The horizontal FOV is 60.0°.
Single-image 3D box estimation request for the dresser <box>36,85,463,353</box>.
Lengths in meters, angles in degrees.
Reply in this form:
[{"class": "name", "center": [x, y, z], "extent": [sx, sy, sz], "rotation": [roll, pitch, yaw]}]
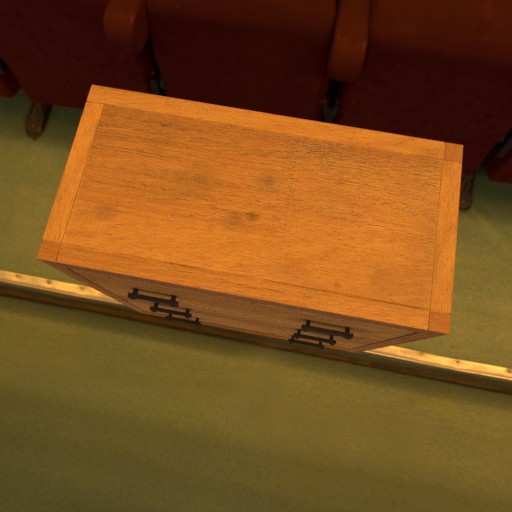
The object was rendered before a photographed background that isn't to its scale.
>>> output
[{"class": "dresser", "center": [0.000, 0.000, 1.279], "extent": [0.804, 0.804, 0.427], "rotation": [10, 75, 3]}]
